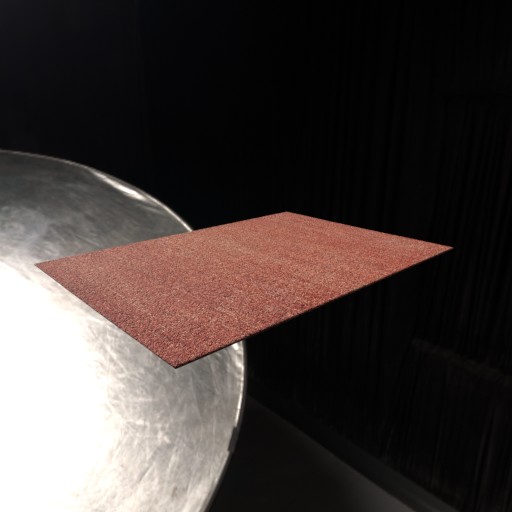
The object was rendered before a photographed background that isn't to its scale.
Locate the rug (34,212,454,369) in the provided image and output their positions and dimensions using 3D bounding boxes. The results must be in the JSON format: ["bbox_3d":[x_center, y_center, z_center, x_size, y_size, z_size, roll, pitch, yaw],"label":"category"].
[{"bbox_3d":[0.000,0.000,5.091,3.965,0.025,2.803,-16,24,-40],"label":"rug"}]
